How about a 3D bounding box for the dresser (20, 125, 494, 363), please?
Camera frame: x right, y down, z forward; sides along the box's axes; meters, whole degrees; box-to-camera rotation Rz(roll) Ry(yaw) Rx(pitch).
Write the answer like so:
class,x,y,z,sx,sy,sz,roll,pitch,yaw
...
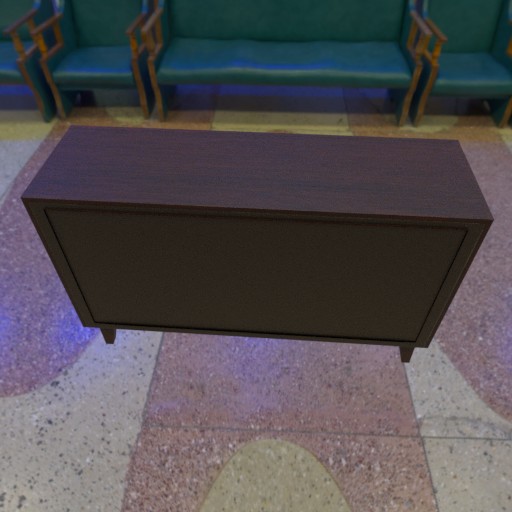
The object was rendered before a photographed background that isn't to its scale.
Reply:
class,x,y,z,sx,sy,sz,roll,pitch,yaw
dresser,0.000,0.000,2.019,1.609,0.971,0.499,3,46,3
